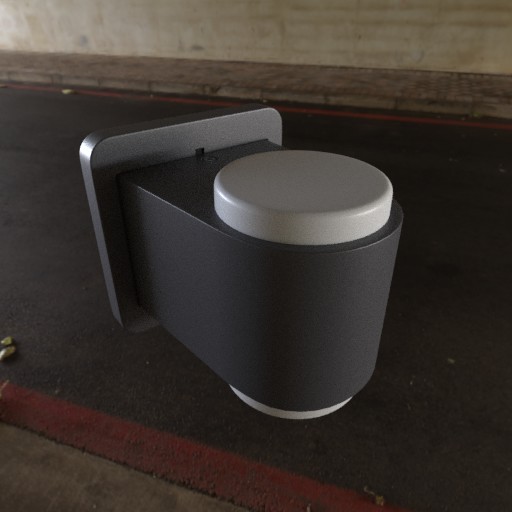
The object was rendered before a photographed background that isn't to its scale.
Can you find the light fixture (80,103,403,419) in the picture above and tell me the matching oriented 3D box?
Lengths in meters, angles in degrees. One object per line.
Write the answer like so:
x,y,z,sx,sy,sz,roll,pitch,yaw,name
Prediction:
0.000,0.000,0.209,0.109,0.109,0.132,-22,38,-32,light fixture
